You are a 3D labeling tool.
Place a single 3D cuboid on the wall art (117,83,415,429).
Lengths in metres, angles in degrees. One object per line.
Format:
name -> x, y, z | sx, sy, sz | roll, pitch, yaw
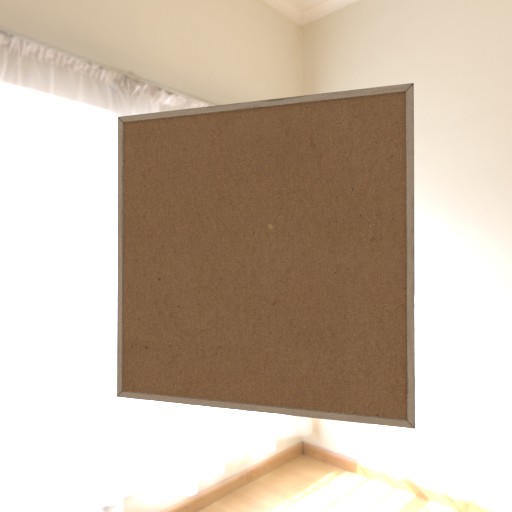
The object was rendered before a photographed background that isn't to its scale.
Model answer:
wall art -> 0.000, 0.000, 0.454 | 0.305, 0.305, 0.038 | 0, -1, 18
